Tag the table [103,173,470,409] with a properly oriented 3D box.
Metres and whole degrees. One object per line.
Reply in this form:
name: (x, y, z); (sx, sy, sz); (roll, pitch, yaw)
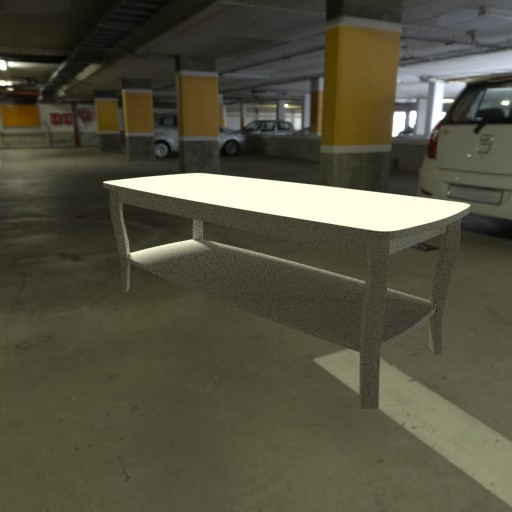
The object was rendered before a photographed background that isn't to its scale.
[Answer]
table: (0.000, 0.000, 1.621); (1.334, 0.474, 0.561); (15, 22, 42)
